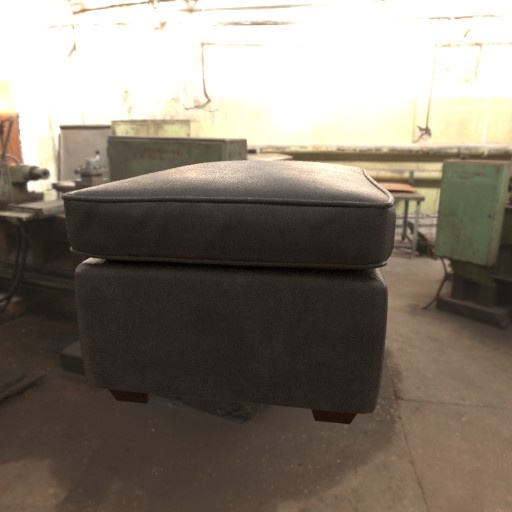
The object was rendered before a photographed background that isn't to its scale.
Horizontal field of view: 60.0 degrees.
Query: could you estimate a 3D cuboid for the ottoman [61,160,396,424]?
[{"bbox_3d":[0.000,0.000,1.087,0.554,0.445,0.756,2,15,9],"label":"ottoman"}]
